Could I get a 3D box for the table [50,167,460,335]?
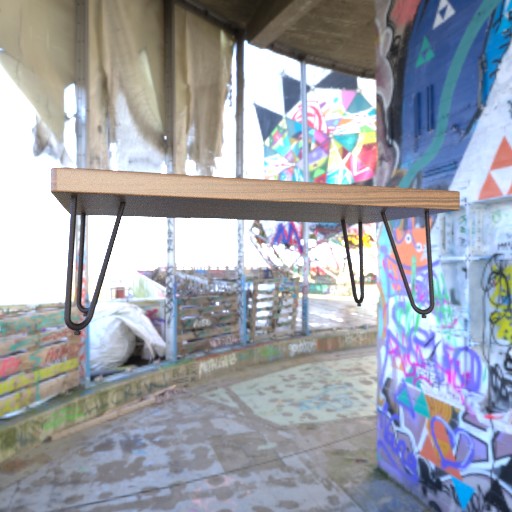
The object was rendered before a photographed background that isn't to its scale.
[{"bbox_3d":[0.000,0.000,1.697,1.375,0.468,0.637,0,-1,-18],"label":"table"}]
